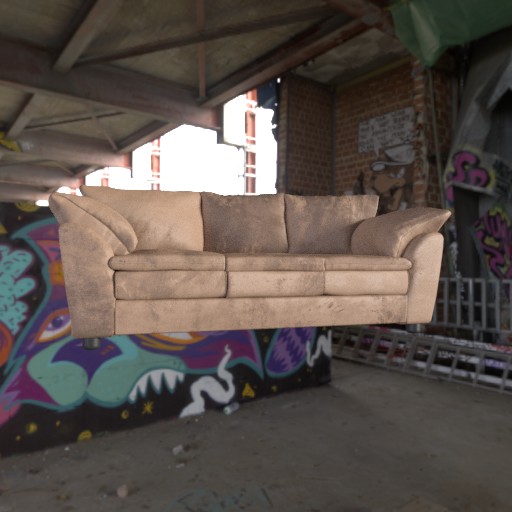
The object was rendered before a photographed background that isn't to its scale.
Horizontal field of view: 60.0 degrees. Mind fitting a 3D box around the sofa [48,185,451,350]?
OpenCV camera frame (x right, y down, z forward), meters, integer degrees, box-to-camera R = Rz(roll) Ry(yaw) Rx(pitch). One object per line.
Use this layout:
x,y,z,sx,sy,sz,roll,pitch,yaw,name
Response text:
0.000,0.000,2.880,2.377,0.981,0.893,0,-1,-17,sofa
